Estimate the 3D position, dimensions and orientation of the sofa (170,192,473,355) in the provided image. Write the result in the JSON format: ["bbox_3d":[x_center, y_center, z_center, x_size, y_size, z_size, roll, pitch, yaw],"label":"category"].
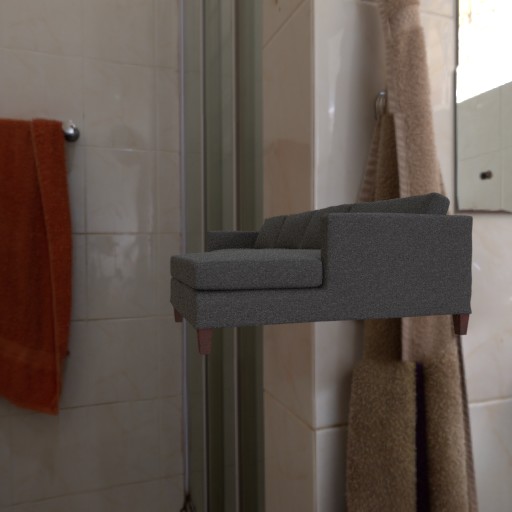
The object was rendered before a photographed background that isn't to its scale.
[{"bbox_3d":[0.000,0.000,3.799,1.625,0.846,3.186,0,2,-17],"label":"sofa"}]
